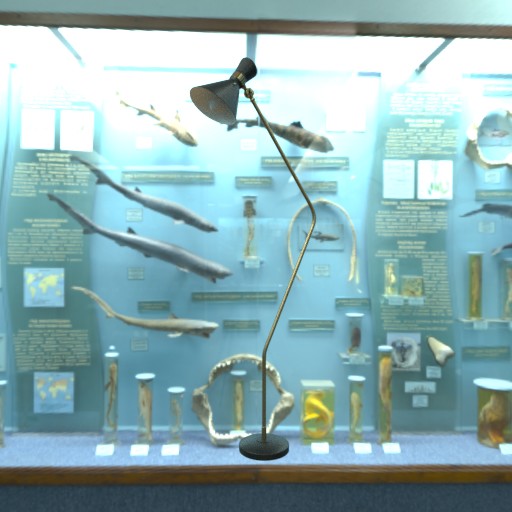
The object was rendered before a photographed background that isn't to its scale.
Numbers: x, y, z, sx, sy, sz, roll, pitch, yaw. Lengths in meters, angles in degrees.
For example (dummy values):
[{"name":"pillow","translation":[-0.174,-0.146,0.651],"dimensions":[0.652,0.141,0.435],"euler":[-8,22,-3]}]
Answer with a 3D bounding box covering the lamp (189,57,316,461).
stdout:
[{"name":"lamp","translation":[0.000,0.000,1.603],"dimensions":[0.467,1.438,0.277],"euler":[0,0,0]}]
